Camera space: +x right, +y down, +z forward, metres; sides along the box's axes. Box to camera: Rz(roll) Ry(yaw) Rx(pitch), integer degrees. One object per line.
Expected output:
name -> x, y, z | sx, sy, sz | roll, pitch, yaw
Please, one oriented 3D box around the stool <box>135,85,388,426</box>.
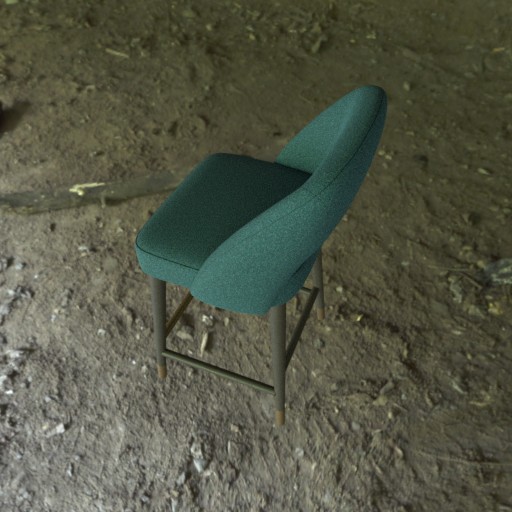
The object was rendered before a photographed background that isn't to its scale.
stool -> 0.000, 0.000, 1.236 | 0.522, 0.939, 0.536 | 16, 48, 16
